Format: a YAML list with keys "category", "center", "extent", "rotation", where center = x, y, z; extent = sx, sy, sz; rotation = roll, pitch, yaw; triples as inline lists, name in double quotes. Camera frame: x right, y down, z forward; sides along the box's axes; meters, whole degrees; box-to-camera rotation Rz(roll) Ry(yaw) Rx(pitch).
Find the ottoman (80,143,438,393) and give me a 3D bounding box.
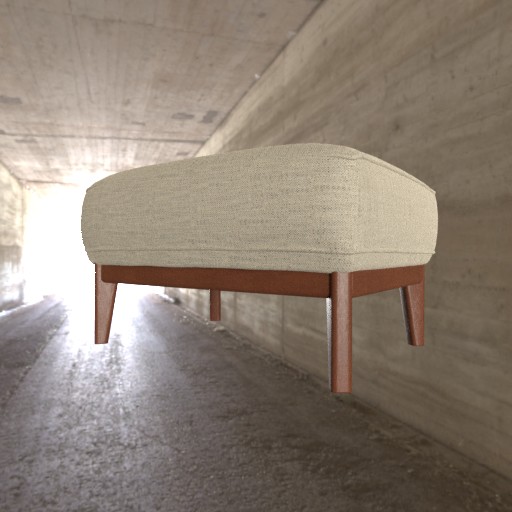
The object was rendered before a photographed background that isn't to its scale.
- category: "ottoman"
  center: [0.000, 0.000, 1.168]
  extent: [0.794, 0.465, 0.594]
  rotation: [1, 1, 35]
